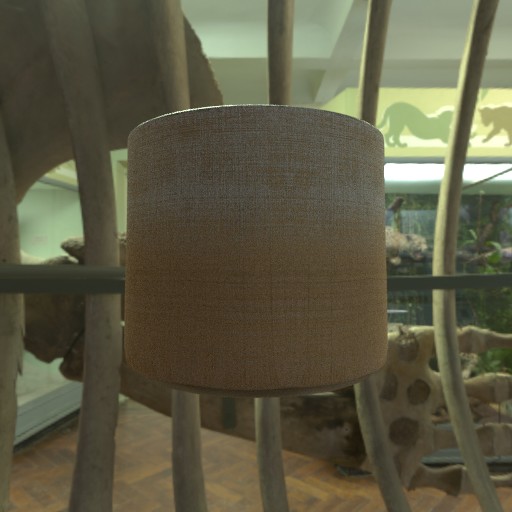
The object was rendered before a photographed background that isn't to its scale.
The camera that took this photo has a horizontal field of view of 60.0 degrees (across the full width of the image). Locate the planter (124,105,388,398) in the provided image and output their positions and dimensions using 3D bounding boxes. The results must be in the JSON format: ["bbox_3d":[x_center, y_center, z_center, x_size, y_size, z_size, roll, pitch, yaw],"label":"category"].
[{"bbox_3d":[0.000,0.000,0.446,0.254,0.221,0.254,0,-1,0],"label":"planter"}]
